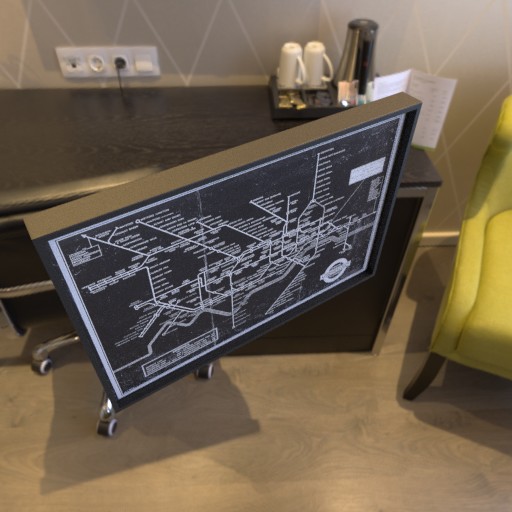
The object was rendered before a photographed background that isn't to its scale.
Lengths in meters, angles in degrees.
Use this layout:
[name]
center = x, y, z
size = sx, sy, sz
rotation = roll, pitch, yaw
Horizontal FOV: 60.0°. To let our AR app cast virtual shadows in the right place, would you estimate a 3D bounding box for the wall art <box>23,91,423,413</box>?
[wall art]
center = 0.000, 0.000, 0.835
size = 0.671, 0.456, 0.051
rotation = -24, 50, -22
